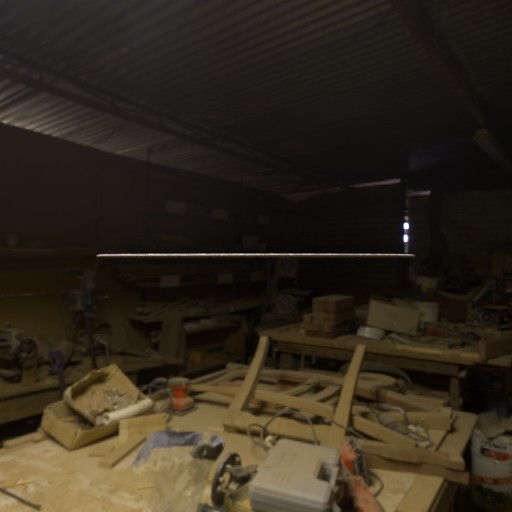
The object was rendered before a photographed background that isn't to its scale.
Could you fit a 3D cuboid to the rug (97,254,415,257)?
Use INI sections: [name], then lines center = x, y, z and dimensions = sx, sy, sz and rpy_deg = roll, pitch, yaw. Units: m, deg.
[rug]
center = 0.000, 0.000, 2.351
dimensions = 1.593, 0.012, 1.593
rpy_deg = 0, 0, 0
